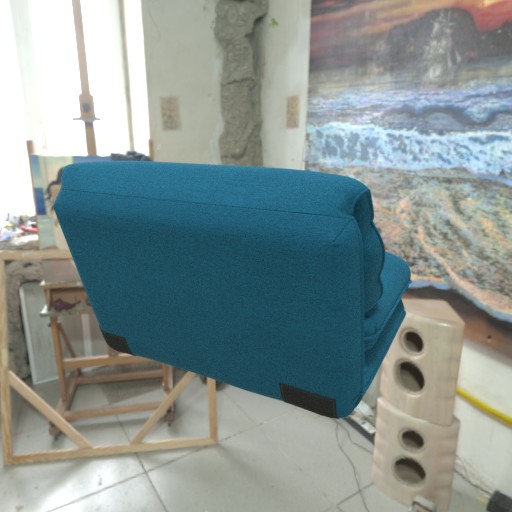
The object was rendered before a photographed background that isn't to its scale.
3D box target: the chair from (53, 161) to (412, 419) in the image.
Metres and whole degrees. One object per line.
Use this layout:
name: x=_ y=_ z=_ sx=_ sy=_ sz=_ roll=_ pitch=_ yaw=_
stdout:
chair: x=0.000 y=0.000 z=1.321 sx=0.820 sy=0.580 sz=0.780 roll=9 pitch=19 yaw=27
